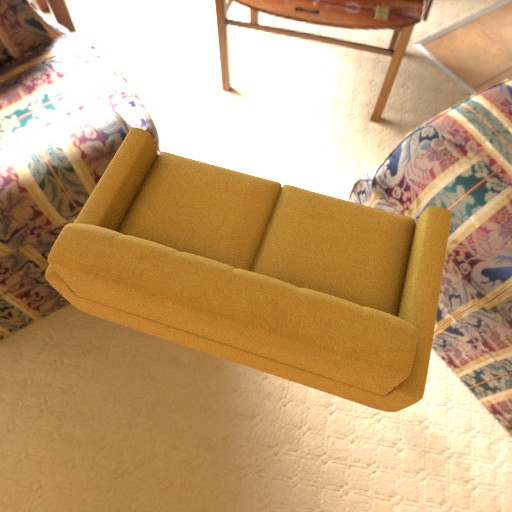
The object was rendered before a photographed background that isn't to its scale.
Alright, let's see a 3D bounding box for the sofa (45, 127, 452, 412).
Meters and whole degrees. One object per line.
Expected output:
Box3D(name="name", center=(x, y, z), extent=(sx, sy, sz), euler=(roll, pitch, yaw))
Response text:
Box3D(name="sofa", center=(0.000, 0.000, 2.101), extent=(1.631, 0.841, 0.909), euler=(16, 65, 8))
